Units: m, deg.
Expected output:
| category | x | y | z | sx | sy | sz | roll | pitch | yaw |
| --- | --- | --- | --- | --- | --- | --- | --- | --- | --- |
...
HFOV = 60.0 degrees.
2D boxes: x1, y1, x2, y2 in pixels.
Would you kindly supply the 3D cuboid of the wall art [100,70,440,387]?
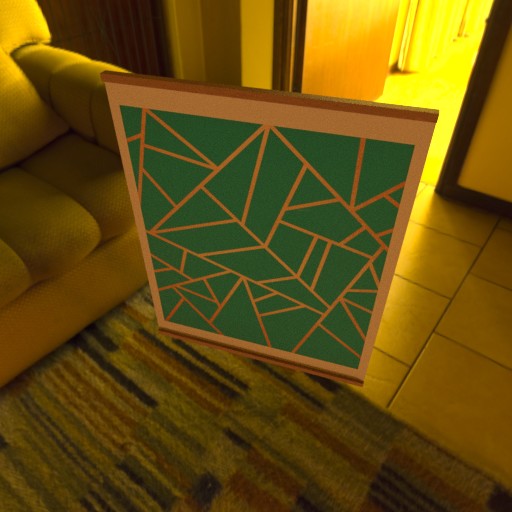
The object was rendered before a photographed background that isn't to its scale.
| category | x | y | z | sx | sy | sz | roll | pitch | yaw |
| --- | --- | --- | --- | --- | --- | --- | --- | --- | --- |
| wall art | 0.000 | 0.000 | 0.678 | 0.405 | 0.508 | 0.012 | 12 | 42 | 13 |
